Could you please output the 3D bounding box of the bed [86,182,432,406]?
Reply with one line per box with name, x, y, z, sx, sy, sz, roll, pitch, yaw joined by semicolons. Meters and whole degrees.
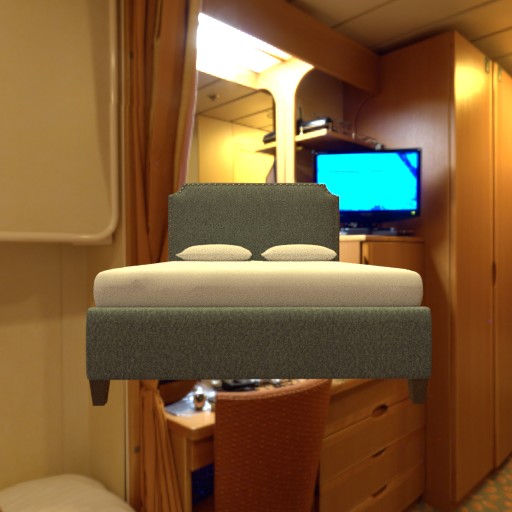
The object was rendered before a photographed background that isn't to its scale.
bed;0.000;0.000;3.313;1.712;1.443;2.372;0;1;-1
